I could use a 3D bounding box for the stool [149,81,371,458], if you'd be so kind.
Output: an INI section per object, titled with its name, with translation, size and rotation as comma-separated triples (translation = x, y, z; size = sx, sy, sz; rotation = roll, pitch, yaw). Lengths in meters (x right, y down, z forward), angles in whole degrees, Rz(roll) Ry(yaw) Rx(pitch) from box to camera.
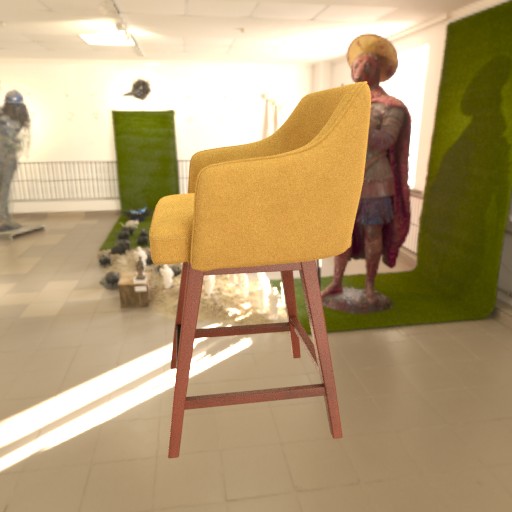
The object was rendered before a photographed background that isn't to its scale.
[stool]
translation = 0.000, 0.000, 1.267
size = 0.558, 0.924, 0.548
rotation = -3, 17, -9
